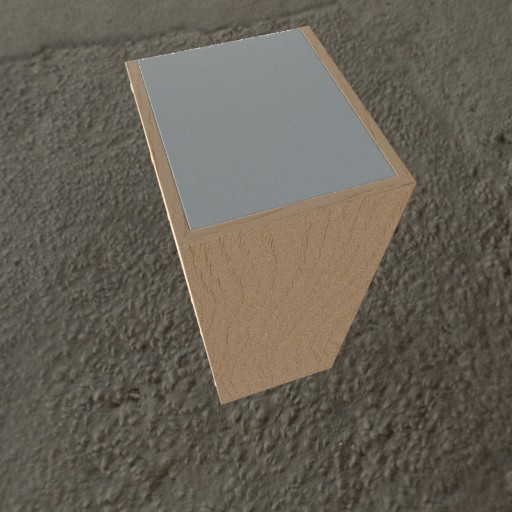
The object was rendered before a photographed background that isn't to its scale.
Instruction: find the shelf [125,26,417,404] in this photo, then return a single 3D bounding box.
[{"bbox_3d":[0.000,0.000,0.755,0.250,0.600,0.290,-16,60,-10],"label":"shelf"}]
